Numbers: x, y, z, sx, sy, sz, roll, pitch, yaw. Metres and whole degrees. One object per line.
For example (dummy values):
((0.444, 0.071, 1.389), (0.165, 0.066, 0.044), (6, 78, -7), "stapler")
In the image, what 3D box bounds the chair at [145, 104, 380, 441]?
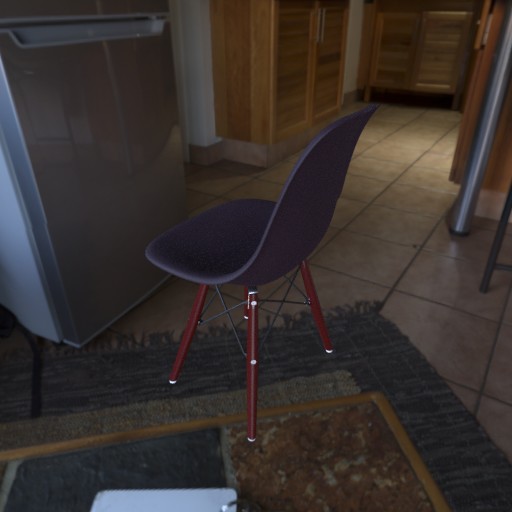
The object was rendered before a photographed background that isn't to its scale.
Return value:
((0.000, 0.000, 1.182), (0.533, 0.826, 0.470), (20, 36, 30), "chair")
